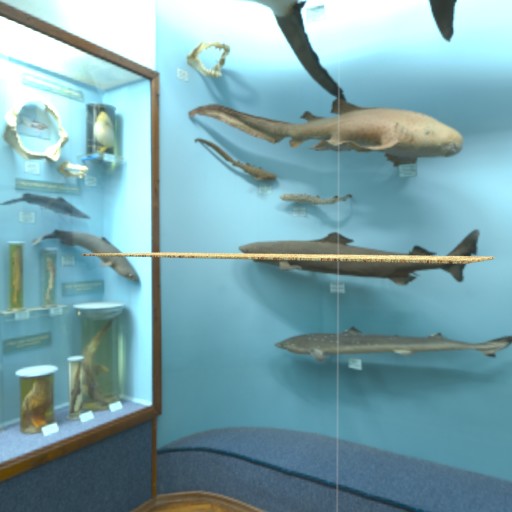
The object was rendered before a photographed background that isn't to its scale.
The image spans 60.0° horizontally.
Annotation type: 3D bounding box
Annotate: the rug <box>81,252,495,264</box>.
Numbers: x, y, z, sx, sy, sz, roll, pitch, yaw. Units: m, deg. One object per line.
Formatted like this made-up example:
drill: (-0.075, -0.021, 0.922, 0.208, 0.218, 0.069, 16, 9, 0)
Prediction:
rug: (0.000, 0.000, 2.430, 2.237, 0.014, 0.680, 1, 2, 36)
